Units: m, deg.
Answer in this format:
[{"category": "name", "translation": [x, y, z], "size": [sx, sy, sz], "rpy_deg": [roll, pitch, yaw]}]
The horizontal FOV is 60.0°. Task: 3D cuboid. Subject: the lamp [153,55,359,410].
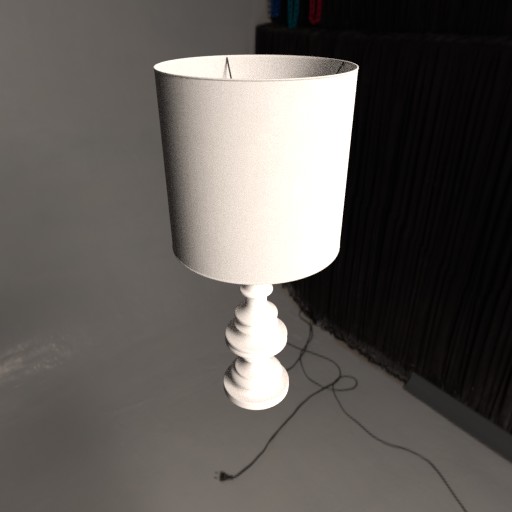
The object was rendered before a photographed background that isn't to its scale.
[{"category": "lamp", "translation": [0.000, 0.000, 0.571], "size": [0.208, 0.455, 0.208], "rpy_deg": [-22, 36, -34]}]
